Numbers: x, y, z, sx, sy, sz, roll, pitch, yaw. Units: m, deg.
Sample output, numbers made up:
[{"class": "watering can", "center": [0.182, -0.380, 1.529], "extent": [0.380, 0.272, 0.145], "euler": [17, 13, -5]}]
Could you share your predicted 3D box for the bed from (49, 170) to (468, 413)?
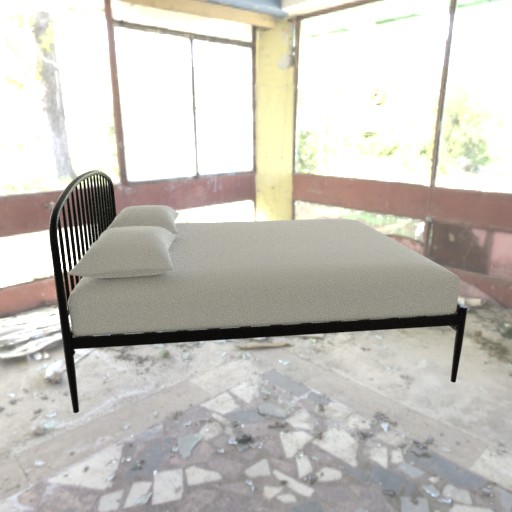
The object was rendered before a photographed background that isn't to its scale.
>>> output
[{"class": "bed", "center": [0.000, 0.000, 3.048], "extent": [2.159, 1.166, 1.618], "euler": [-2, 16, -8]}]
